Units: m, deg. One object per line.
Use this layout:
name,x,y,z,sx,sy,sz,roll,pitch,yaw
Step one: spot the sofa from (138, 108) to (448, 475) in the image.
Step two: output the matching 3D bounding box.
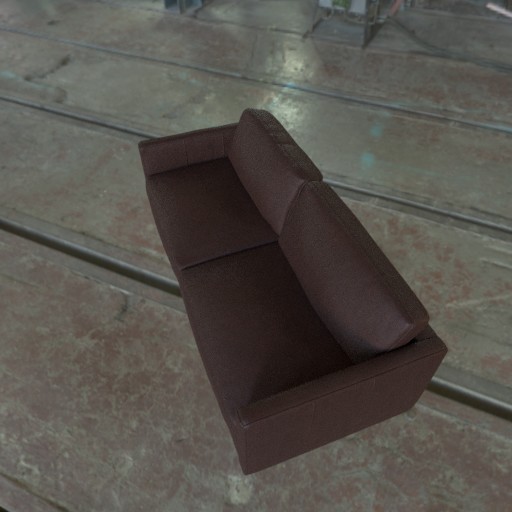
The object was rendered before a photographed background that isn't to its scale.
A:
sofa,0.000,0.000,2.452,0.923,0.863,1.971,-16,49,-14
